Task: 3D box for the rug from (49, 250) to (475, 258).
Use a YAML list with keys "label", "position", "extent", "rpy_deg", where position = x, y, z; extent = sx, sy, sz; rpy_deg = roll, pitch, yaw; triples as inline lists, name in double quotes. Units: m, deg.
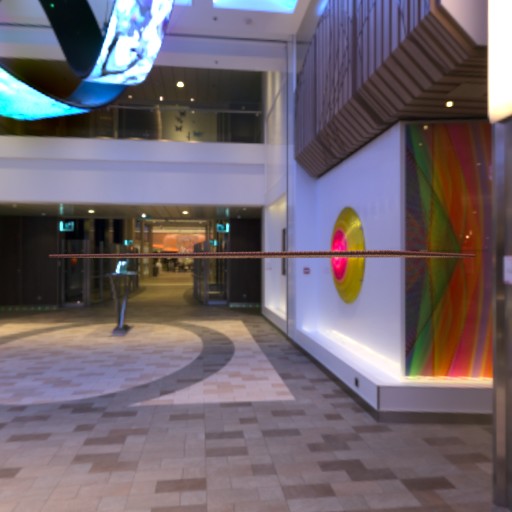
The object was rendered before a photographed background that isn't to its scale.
- label: "rug"
  position: [0.000, 0.000, 5.703]
  extent: [4.578, 0.033, 3.033]
  rpy_deg: [0, -1, 37]
